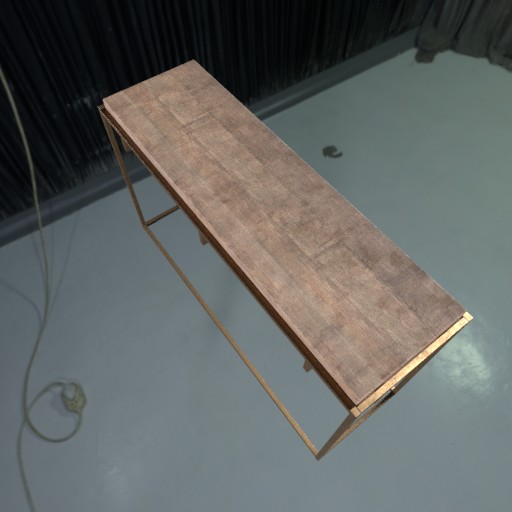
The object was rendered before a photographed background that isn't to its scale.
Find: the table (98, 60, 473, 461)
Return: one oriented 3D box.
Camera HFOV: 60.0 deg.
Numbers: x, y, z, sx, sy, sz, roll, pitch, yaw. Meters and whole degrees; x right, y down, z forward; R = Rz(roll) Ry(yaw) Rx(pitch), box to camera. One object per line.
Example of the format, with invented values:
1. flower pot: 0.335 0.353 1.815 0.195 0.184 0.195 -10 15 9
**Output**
1. table: 0.000 0.000 1.755 0.440 0.820 1.400 -32 64 -18
